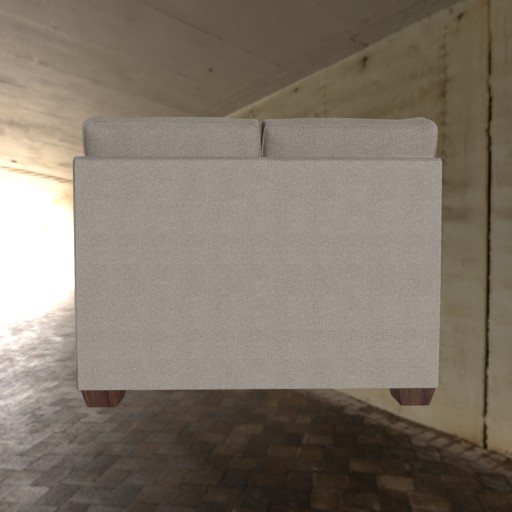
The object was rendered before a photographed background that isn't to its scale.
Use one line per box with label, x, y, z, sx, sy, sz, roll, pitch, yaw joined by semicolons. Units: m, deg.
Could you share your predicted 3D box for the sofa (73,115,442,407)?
sofa;0.000;0.000;1.946;1.232;1.006;0.978;0;1;-1
